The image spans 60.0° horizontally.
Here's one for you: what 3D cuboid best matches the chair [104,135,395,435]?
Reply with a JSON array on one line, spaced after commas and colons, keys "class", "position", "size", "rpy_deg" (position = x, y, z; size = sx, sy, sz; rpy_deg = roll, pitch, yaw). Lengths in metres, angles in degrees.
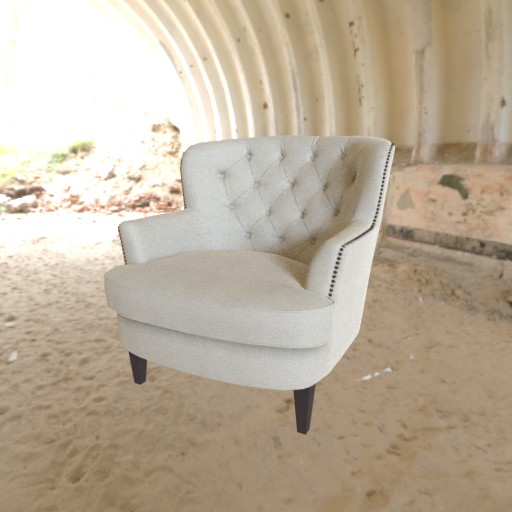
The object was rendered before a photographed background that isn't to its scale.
[{"class": "chair", "position": [0.000, 0.000, 1.596], "size": [0.848, 0.868, 0.906], "rpy_deg": [7, 15, 26]}]
